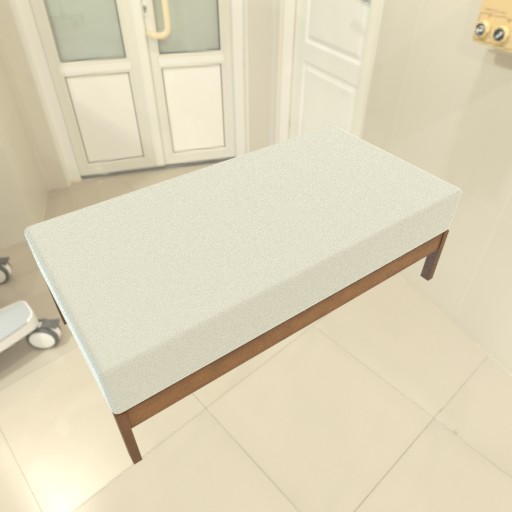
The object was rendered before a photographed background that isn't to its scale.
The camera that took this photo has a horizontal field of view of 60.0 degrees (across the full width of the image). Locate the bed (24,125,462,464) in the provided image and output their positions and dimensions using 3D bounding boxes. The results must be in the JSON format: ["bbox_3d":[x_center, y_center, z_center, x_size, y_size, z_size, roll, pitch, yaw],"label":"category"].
[{"bbox_3d":[0.000,0.000,2.311,1.902,0.616,0.961,-25,46,-26],"label":"bed"}]
